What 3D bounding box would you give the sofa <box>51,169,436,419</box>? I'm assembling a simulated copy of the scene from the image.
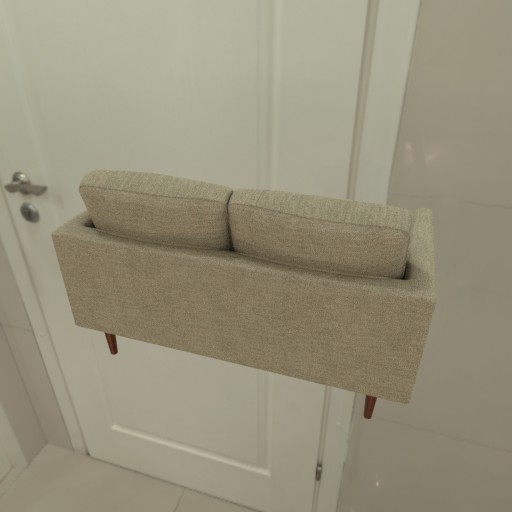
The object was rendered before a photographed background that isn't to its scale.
[{"bbox_3d":[0.000,0.000,2.141,1.582,0.944,0.903,10,33,15],"label":"sofa"}]
